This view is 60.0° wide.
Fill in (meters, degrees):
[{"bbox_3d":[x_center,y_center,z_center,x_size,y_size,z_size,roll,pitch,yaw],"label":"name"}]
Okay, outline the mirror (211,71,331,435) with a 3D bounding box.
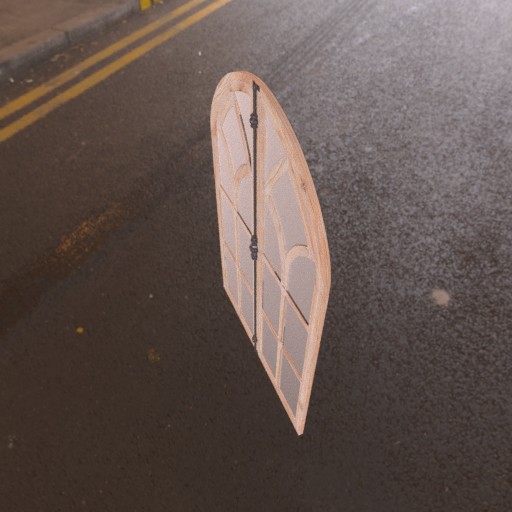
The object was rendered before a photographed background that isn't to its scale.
[{"bbox_3d":[0.000,0.000,1.140,0.032,0.915,0.609,-18,49,-16],"label":"mirror"}]
